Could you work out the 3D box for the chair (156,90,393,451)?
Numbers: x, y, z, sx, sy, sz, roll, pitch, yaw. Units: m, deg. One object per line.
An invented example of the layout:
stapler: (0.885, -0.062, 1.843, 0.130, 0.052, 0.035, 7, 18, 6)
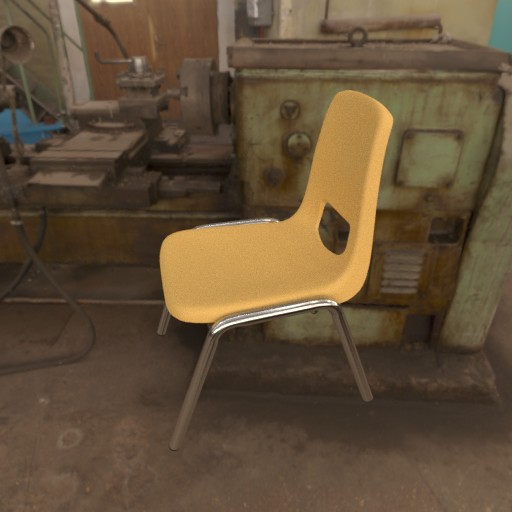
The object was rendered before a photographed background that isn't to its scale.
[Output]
chair: (0.000, 0.000, 0.864, 0.423, 0.586, 0.354, -8, 31, -13)
